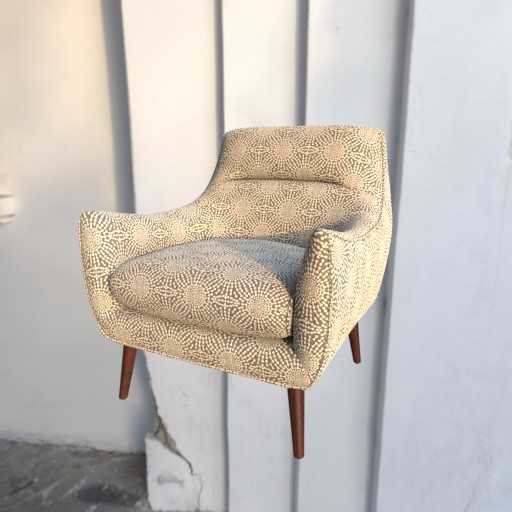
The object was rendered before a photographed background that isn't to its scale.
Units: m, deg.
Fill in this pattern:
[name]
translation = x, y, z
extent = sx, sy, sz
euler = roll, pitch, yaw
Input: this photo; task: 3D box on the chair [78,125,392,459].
[chair]
translation = 0.000, 0.000, 1.445
extent = 0.762, 0.838, 0.787
euler = 7, 16, 26
